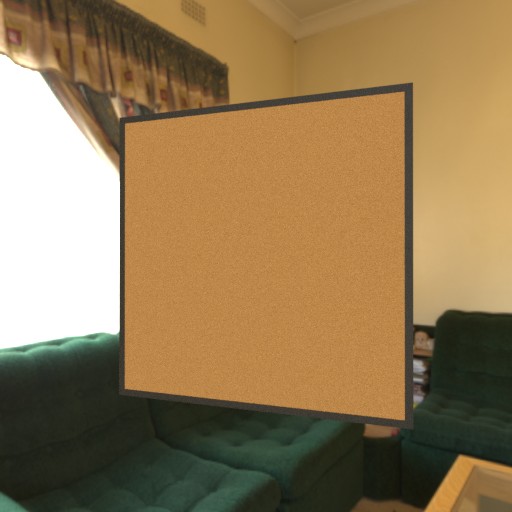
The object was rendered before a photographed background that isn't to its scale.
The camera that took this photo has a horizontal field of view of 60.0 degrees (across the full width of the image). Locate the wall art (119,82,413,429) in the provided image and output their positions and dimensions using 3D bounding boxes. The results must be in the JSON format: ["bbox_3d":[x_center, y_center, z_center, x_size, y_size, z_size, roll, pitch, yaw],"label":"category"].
[{"bbox_3d":[0.000,0.000,0.455,0.304,0.304,0.038,0,0,19],"label":"wall art"}]
